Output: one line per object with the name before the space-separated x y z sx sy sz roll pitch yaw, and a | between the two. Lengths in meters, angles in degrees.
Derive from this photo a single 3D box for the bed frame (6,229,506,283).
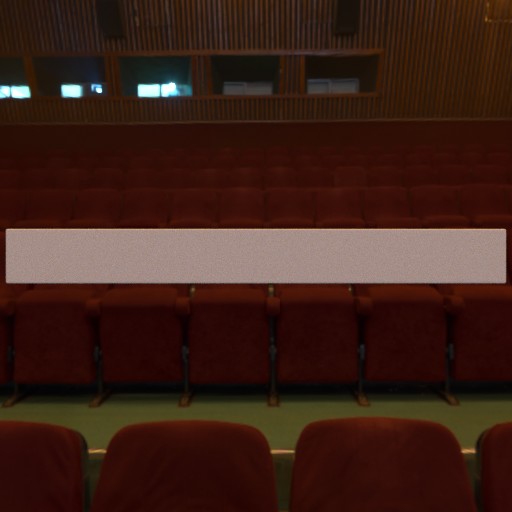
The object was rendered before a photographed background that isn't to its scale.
bed frame | 0.000 0.000 1.486 1.300 0.141 0.670 0 0 0
